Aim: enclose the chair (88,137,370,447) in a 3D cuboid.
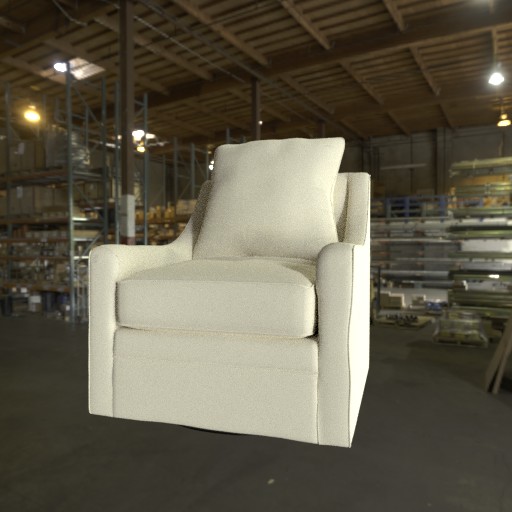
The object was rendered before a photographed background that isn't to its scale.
[{"bbox_3d":[0.000,0.000,1.573,0.756,0.965,0.876,0,1,17],"label":"chair"}]
